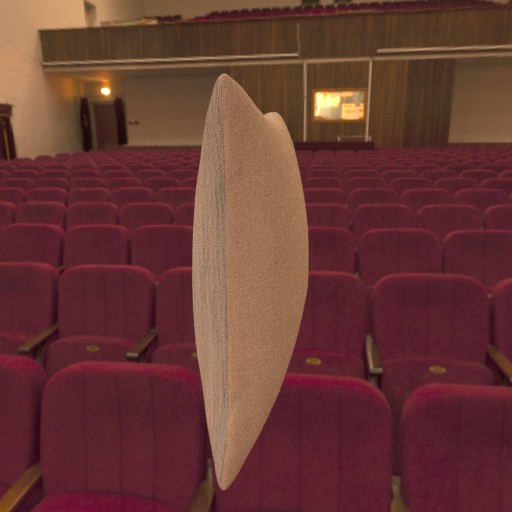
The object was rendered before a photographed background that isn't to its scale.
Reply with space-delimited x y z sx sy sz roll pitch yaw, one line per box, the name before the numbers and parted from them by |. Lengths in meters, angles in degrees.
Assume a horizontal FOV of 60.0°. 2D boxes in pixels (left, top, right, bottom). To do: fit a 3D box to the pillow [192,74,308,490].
pillow | 0.000 0.000 0.755 0.178 0.506 0.512 2 14 9
